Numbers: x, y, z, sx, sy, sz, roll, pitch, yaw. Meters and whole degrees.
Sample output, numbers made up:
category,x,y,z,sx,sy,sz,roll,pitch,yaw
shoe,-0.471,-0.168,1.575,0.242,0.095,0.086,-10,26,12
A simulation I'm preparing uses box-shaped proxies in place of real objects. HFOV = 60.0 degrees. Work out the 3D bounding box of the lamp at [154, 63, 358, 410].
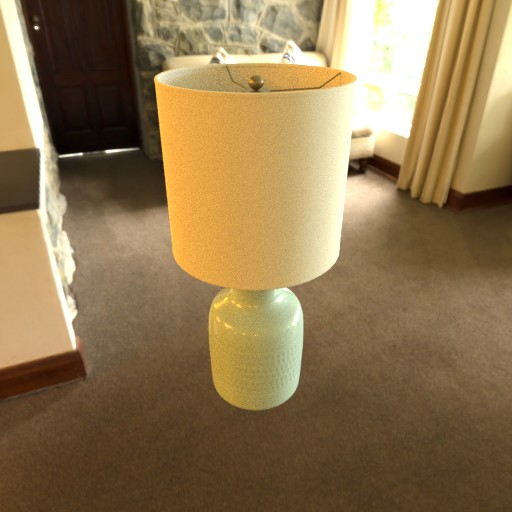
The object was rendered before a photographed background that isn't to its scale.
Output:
category,x,y,z,sx,sy,sz,roll,pitch,yaw
lamp,0.000,0.000,1.143,0.418,0.871,0.418,9,31,15
